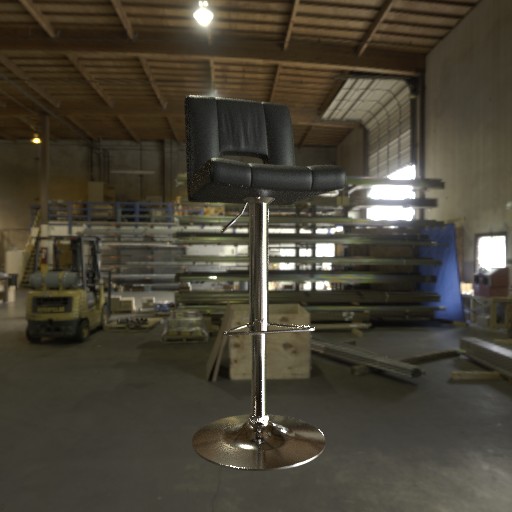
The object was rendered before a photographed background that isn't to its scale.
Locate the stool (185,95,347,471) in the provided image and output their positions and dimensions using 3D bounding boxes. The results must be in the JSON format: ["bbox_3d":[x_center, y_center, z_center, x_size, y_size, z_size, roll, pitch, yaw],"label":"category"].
[{"bbox_3d":[0.000,0.000,1.420,0.415,1.151,0.520,0,0,-16],"label":"stool"}]
